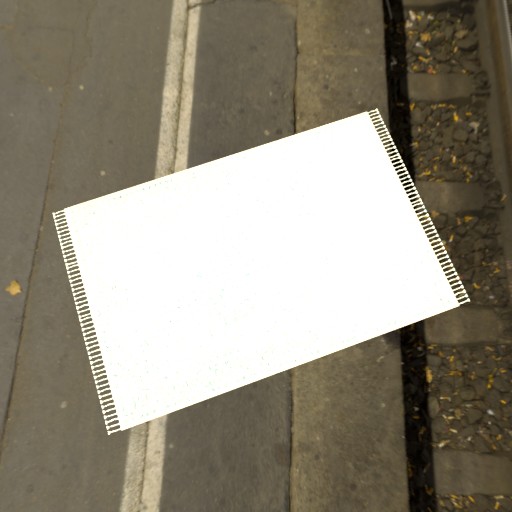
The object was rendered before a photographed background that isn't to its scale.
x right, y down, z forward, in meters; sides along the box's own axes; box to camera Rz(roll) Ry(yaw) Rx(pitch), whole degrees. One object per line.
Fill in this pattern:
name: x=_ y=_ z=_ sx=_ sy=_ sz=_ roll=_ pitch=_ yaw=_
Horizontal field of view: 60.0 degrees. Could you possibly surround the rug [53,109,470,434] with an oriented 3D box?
rug: x=0.000 y=0.000 z=2.980 sx=2.438 sy=0.010 sz=1.524 roll=-19 pitch=76 yaw=-5
